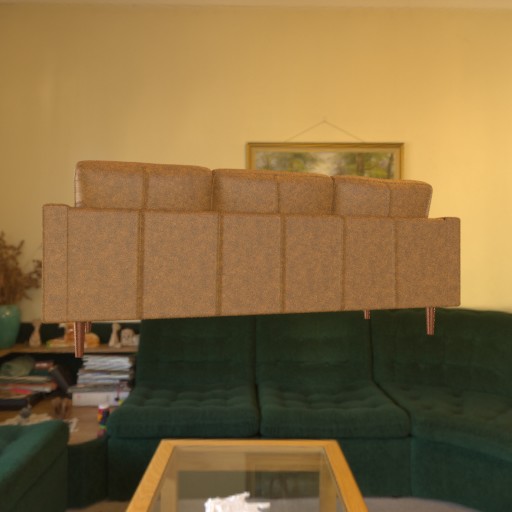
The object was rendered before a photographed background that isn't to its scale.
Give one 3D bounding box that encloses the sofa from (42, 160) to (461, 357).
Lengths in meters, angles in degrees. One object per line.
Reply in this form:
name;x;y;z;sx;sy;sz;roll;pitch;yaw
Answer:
sofa;0.000;0.000;2.680;2.231;0.930;0.903;0;0;-18
